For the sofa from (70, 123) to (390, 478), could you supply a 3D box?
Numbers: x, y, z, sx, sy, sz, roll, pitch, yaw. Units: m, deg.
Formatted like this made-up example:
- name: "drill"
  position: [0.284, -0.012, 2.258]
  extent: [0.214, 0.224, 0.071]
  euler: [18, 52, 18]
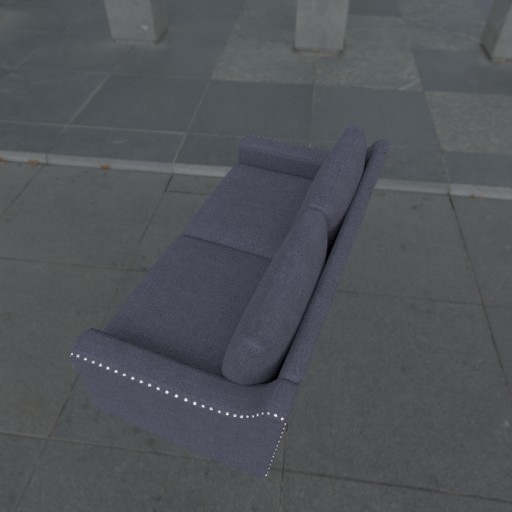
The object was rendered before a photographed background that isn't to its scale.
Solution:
- name: "sofa"
  position: [0.000, 0.000, 3.254]
  extent: [1.336, 1.196, 2.550]
  euler: [16, 48, 16]
